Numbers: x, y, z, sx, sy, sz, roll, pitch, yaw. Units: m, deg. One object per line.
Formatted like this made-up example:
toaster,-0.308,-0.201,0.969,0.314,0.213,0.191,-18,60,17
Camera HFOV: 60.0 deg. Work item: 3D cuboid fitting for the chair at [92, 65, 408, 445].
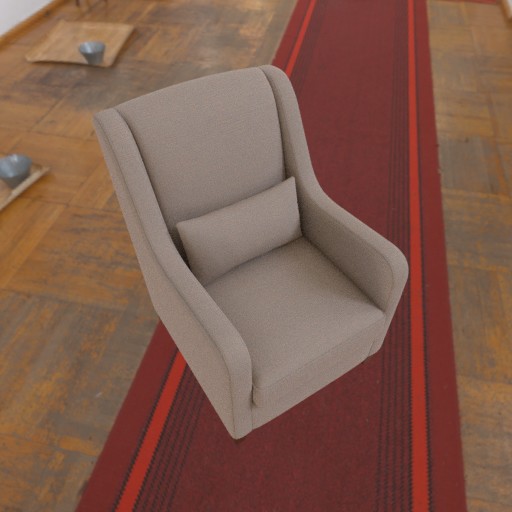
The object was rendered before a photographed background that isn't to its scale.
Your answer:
chair,0.000,0.000,1.653,0.715,1.017,0.896,-25,52,-22
